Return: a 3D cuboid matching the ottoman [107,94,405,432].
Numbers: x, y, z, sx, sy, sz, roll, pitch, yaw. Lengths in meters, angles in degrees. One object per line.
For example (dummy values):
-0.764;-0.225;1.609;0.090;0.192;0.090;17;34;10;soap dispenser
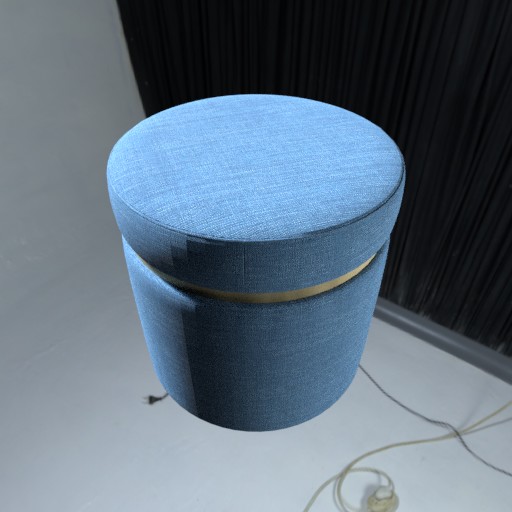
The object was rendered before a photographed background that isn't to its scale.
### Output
0.000;0.000;0.718;0.398;0.406;0.398;0;41;0;ottoman
